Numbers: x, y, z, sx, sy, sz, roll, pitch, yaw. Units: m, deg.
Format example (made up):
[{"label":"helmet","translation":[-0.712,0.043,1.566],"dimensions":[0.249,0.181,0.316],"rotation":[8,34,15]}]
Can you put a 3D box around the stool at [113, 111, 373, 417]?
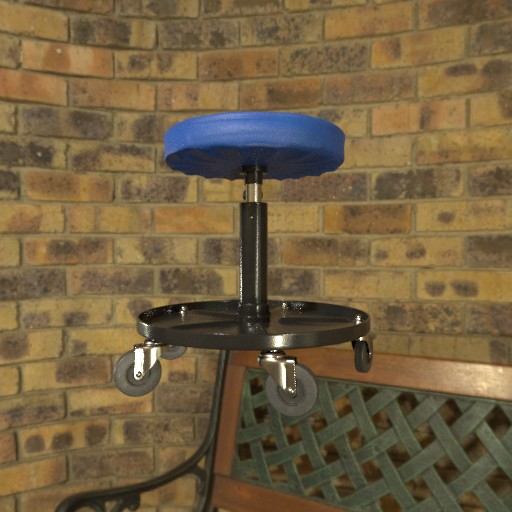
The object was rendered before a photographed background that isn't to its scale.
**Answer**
[{"label":"stool","translation":[0.000,0.000,0.686],"dimensions":[0.381,0.365,0.382],"rotation":[0,1,-2]}]
